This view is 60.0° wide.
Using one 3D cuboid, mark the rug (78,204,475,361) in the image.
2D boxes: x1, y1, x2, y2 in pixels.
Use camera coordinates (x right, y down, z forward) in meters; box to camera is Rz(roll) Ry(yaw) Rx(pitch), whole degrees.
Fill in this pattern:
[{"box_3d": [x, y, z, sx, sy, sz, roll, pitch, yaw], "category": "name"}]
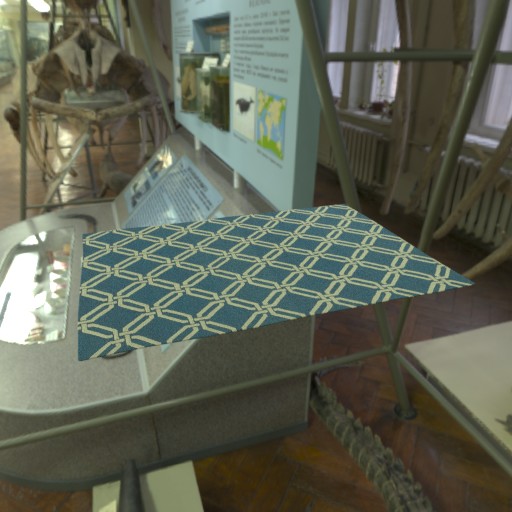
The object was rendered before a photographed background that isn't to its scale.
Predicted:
[{"box_3d": [0.000, 0.000, 2.845, 2.135, 0.013, 1.524, -8, 26, -17], "category": "rug"}]
